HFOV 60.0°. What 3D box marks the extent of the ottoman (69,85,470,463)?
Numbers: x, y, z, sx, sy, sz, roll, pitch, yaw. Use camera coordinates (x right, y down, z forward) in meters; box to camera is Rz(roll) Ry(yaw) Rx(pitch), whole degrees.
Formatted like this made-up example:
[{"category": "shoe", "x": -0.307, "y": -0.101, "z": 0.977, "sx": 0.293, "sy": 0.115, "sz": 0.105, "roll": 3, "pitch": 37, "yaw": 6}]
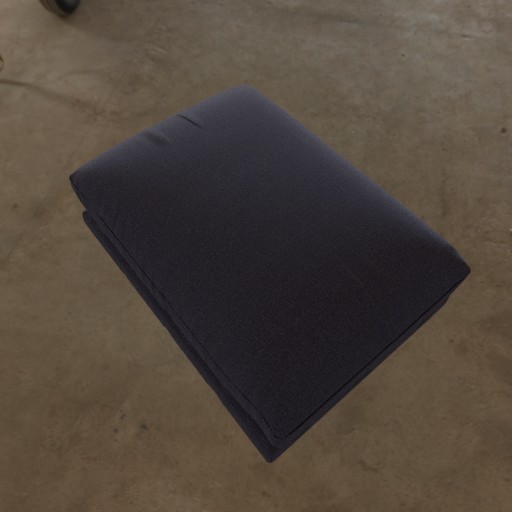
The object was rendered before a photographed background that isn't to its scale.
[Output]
[{"category": "ottoman", "x": 0.000, "y": 0.000, "z": 1.100, "sx": 0.558, "sy": 0.486, "sz": 0.767, "roll": -35, "pitch": 65, "yaw": -19}]
